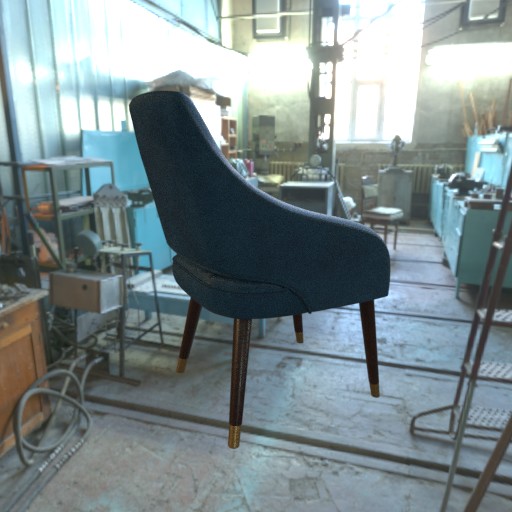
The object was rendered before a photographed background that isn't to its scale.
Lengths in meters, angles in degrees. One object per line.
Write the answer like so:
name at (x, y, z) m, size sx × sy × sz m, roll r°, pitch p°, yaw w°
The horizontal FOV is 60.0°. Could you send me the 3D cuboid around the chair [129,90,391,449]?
chair at (0.000, 0.000, 1.617) m, size 0.794 × 1.081 × 0.683 m, roll -8°, pitch 17°, yaw -27°
